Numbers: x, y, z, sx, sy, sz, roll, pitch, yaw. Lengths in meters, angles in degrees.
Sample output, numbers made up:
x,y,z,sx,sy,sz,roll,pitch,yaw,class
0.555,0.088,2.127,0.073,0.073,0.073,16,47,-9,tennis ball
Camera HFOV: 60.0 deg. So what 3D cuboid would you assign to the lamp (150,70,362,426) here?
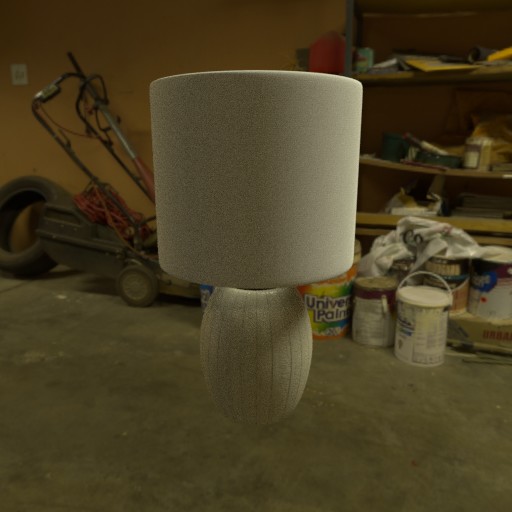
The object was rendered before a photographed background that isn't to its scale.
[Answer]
x,y,z,sx,sy,sz,roll,pitch,yaw,class
0.000,0.000,0.766,0.329,0.570,0.329,-6,15,-24,lamp
